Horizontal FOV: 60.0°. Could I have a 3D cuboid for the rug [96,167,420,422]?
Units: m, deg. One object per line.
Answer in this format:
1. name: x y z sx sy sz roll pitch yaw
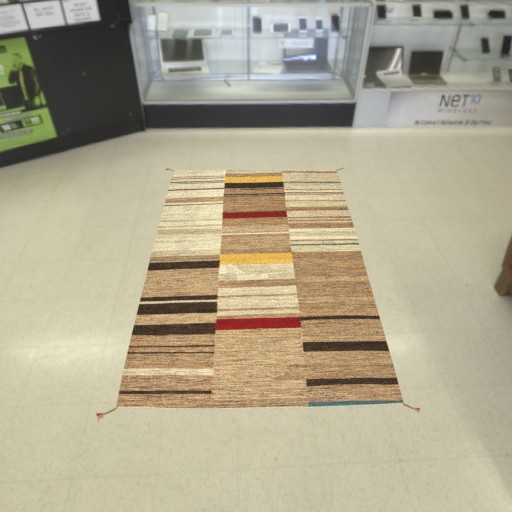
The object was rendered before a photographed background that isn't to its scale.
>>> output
1. rug: 0.000 0.000 2.419 1.268 0.007 1.918 0 41 0
